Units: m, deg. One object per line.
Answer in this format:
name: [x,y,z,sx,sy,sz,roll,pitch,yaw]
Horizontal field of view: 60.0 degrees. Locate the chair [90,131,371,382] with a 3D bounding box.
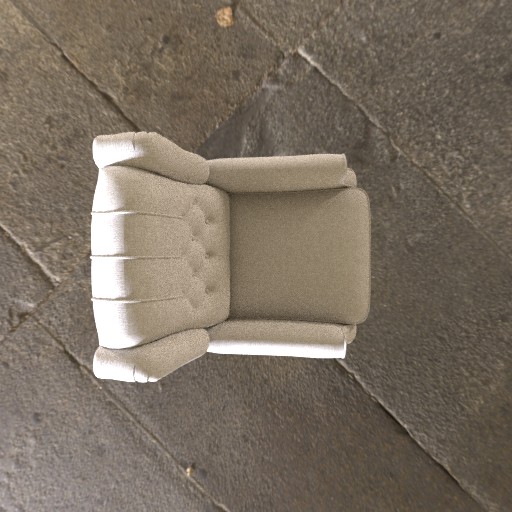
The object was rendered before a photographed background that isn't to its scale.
chair: [0.000,0.000,1.654,0.902,1.035,0.742,0,90,0]
